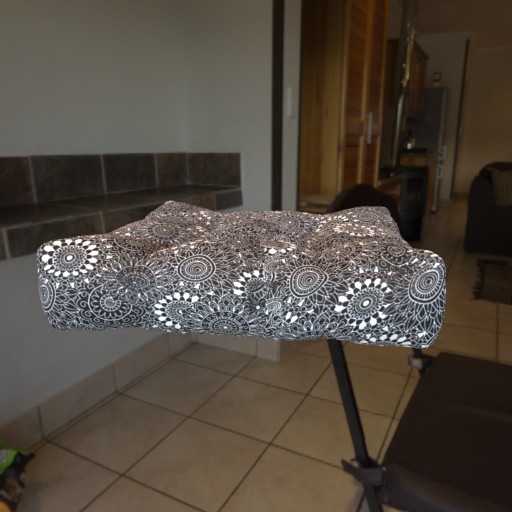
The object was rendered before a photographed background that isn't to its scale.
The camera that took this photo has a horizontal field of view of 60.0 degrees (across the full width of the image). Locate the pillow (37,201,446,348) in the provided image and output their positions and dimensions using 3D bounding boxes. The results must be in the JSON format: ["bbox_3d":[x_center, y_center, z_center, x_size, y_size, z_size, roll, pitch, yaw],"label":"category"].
[{"bbox_3d":[0.000,0.000,0.725,0.490,0.128,0.468,2,14,9],"label":"pillow"}]
